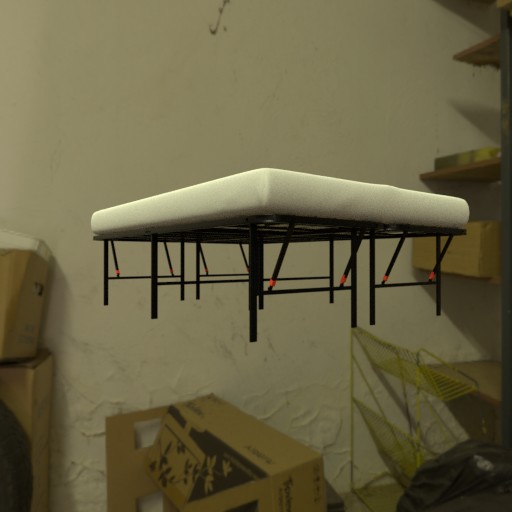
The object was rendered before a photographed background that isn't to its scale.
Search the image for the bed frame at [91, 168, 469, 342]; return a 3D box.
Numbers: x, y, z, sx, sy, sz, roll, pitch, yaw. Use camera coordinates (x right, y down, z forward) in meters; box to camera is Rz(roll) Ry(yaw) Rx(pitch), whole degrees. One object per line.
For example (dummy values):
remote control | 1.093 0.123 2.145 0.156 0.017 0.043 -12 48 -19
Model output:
bed frame | 0.000 0.000 2.627 1.372 0.637 1.905 0 0 -37
